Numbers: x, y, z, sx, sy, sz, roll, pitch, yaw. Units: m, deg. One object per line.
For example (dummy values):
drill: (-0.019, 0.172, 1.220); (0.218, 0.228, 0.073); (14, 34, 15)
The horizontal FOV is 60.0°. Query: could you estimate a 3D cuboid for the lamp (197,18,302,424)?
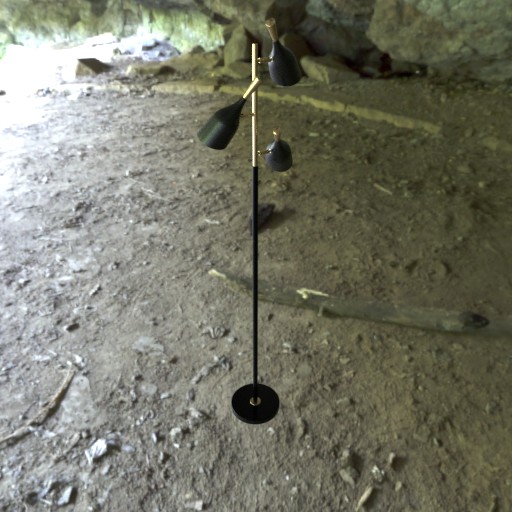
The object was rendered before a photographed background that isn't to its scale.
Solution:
lamp: (0.000, 0.000, 1.878); (0.434, 1.778, 0.253); (-18, 34, -29)
